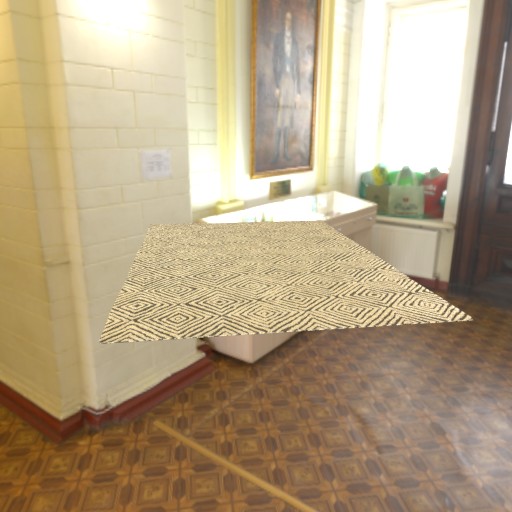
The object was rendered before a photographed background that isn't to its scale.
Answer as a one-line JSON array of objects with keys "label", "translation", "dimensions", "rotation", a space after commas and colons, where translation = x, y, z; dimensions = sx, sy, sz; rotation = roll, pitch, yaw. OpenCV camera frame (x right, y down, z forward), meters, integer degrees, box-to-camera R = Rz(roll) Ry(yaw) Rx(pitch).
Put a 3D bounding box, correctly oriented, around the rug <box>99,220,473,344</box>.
[{"label": "rug", "translation": [0.000, 0.000, 2.185], "dimensions": [1.177, 0.004, 1.750], "rotation": [-2, 15, -8]}]
